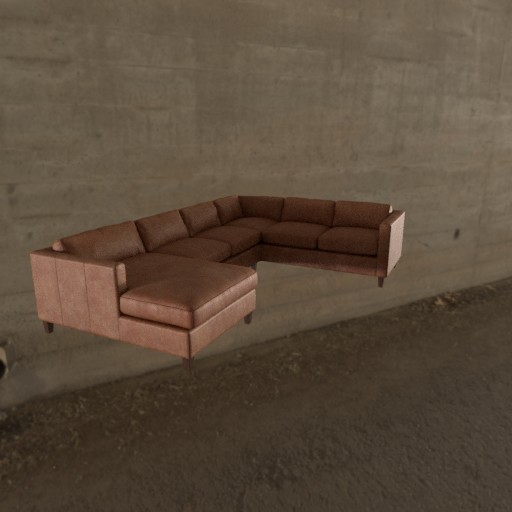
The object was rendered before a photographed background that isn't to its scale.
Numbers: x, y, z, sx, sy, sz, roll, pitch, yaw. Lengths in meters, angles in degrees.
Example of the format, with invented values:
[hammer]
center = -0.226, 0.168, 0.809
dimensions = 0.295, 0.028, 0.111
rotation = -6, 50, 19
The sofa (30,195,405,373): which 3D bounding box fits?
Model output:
[sofa]
center = 0.000, 0.000, 4.606
dimensions = 2.430, 0.832, 3.401
rotation = 8, 17, 25
